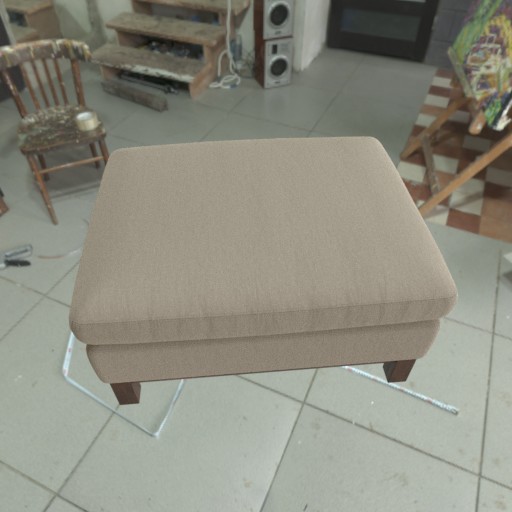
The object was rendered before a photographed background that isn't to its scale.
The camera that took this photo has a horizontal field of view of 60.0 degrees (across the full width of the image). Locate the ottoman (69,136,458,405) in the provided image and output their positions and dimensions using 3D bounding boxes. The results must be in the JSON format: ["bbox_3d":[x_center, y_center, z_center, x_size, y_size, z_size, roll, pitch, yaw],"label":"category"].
[{"bbox_3d":[0.000,0.000,1.140,0.771,0.420,0.606,-4,46,-4],"label":"ottoman"}]
